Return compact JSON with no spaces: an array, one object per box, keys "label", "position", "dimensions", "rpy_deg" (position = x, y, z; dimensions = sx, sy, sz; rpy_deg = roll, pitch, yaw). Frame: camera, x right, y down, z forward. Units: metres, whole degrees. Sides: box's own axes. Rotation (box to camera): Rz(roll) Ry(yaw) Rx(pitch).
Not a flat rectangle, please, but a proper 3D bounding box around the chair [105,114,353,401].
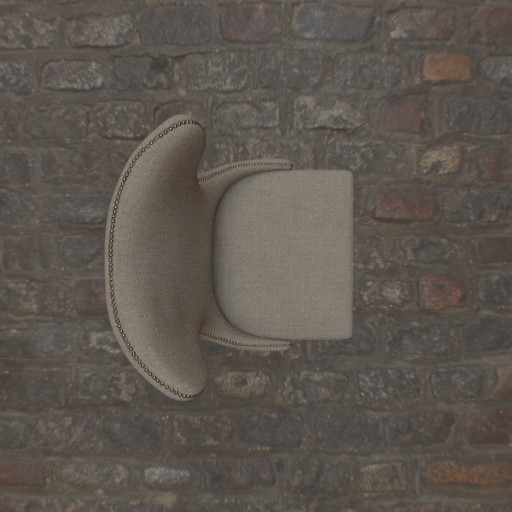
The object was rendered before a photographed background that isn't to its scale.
[{"label":"chair","position":[0.000,0.000,1.381],"dimensions":[0.635,0.967,0.628],"rpy_deg":[0,91,0]}]
